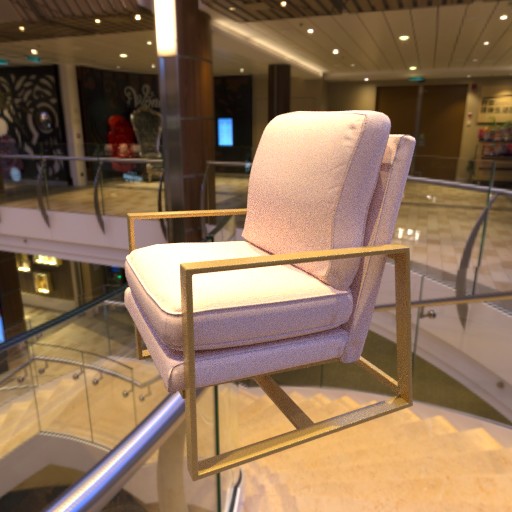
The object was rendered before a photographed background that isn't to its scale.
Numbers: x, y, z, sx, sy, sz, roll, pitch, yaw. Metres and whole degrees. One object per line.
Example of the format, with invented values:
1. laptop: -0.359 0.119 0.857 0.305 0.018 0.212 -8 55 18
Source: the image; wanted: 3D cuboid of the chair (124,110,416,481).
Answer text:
1. chair: 0.000 0.000 1.519 0.813 0.956 0.758 -8 18 -24
